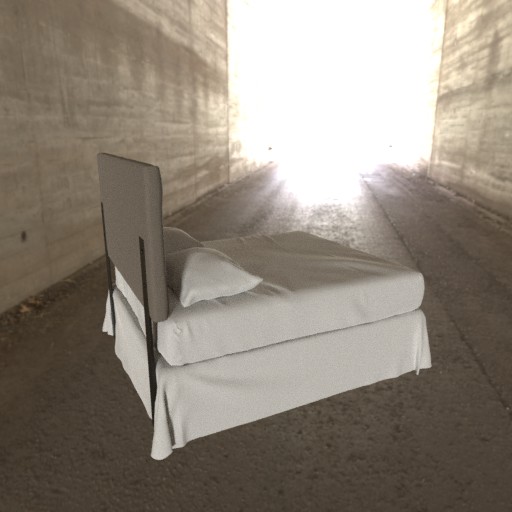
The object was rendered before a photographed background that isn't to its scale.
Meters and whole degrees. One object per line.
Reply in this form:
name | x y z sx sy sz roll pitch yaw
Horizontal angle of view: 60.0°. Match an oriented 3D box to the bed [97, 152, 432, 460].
bed | 0.000 0.000 3.506 2.222 1.577 1.936 -8 17 -26
